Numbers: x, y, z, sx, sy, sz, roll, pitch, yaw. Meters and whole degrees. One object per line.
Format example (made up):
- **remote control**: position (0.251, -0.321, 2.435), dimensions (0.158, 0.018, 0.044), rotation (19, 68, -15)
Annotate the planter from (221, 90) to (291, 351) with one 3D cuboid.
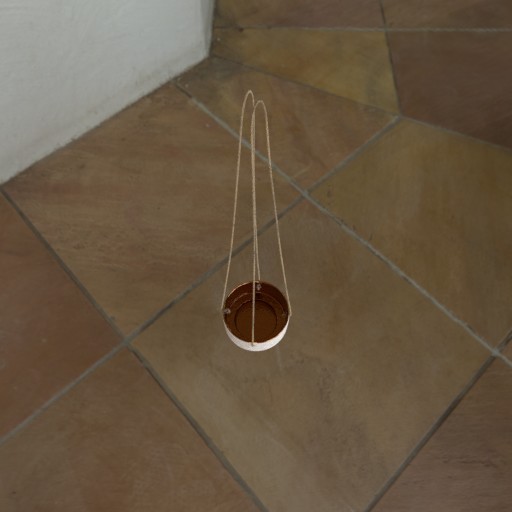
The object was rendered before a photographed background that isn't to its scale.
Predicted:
- **planter**: position (0.000, 0.000, 1.128), dimensions (0.223, 1.030, 0.223), rotation (-37, 68, -18)
